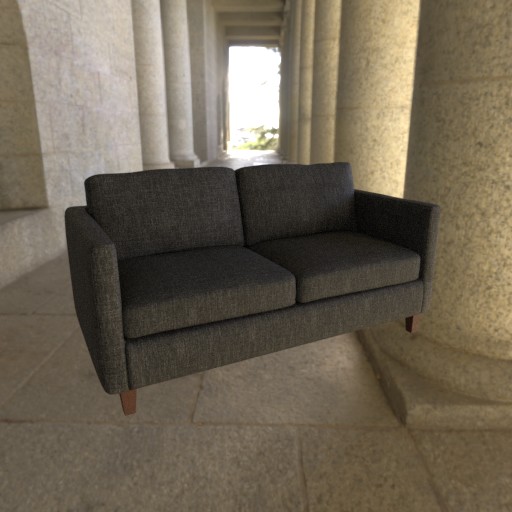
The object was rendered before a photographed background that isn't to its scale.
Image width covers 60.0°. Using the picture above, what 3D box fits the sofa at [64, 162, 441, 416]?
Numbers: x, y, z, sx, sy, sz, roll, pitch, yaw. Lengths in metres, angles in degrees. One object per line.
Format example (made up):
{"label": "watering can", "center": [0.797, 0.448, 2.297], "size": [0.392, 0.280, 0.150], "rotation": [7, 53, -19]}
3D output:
{"label": "sofa", "center": [0.000, 0.000, 2.493], "size": [1.884, 0.963, 0.950], "rotation": [-8, 18, -27]}
